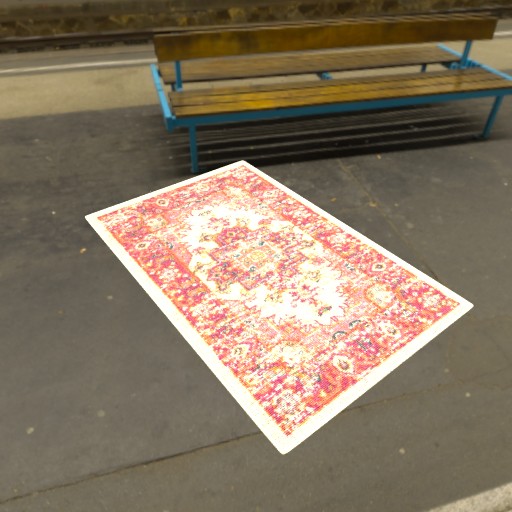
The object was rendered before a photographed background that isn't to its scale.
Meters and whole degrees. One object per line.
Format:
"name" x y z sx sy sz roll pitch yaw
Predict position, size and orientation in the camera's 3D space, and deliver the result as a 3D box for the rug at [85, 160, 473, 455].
"rug" 0.000 0.000 1.117 0.556 0.004 0.868 -26 46 -28
